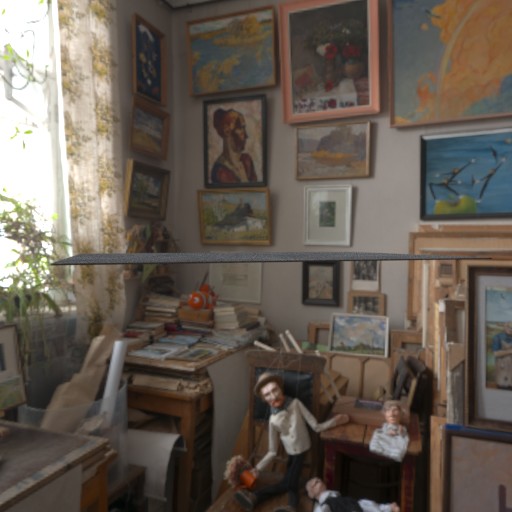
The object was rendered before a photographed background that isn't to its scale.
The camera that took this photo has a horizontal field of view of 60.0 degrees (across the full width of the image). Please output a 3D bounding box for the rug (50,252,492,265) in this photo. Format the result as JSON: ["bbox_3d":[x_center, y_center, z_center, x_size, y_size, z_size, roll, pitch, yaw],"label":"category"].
[{"bbox_3d":[0.000,0.000,2.870,2.235,0.008,1.600,-1,2,-18],"label":"rug"}]
